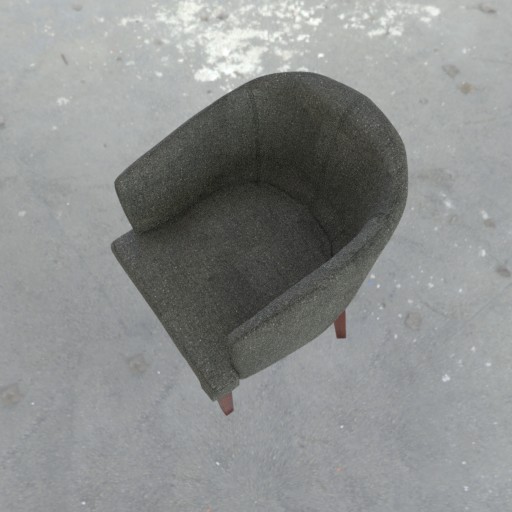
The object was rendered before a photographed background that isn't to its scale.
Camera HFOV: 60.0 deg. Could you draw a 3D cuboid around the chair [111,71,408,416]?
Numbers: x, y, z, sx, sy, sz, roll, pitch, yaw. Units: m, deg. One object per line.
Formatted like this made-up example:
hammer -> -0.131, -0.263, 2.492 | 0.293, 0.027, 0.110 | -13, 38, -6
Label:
chair -> 0.000, 0.000, 1.268 | 0.655, 0.811, 0.583 | -33, 66, -17
